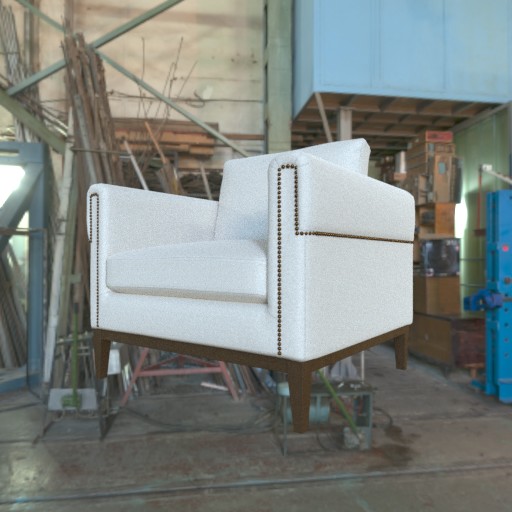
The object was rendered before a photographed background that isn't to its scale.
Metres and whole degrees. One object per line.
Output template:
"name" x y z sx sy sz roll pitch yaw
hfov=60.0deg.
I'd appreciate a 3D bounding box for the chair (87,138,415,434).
"chair" 0.000 0.000 1.726 0.982 0.915 0.896 0 0 36
